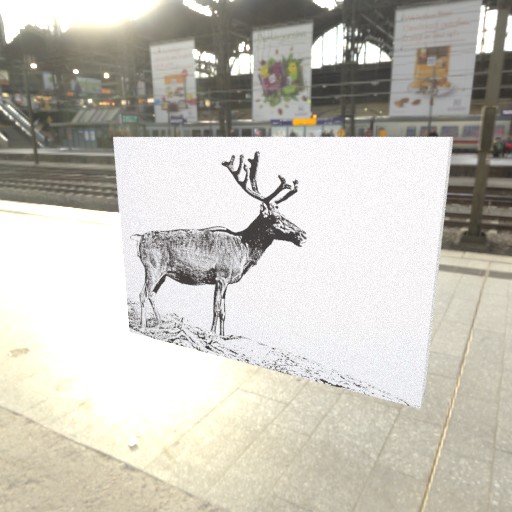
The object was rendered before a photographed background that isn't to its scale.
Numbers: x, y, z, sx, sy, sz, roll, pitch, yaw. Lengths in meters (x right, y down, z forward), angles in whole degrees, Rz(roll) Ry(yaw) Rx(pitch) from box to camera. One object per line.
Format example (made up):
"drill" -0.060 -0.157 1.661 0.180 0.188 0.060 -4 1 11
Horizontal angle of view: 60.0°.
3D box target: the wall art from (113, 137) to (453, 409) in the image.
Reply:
"wall art" 0.000 0.000 0.799 0.608 0.414 0.042 8 17 27
